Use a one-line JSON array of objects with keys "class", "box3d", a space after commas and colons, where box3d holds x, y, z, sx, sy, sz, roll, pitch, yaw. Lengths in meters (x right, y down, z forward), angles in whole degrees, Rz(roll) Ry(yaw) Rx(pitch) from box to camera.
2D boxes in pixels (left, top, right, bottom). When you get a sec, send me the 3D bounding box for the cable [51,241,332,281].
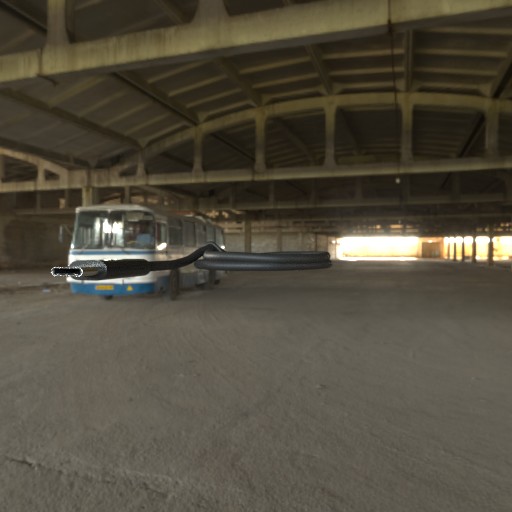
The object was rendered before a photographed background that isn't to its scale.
[{"class": "cable", "box3d": [0.000, 0.000, 0.209, 0.070, 0.014, 0.186, 0, 1, 18]}]
